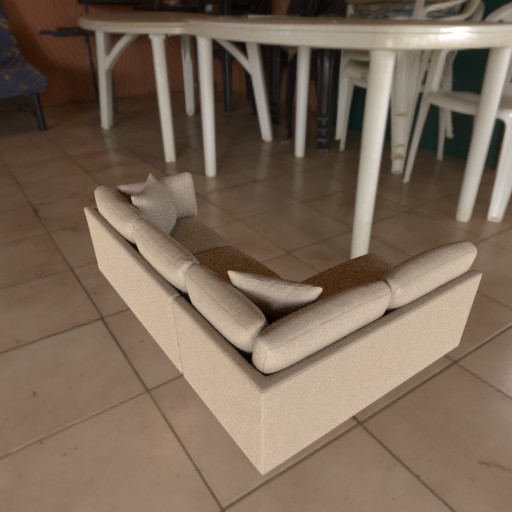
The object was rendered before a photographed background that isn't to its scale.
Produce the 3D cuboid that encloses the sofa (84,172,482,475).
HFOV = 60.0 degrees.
[{"bbox_3d":[0.000,0.000,3.814,1.994,0.978,2.896,-19,35,-30],"label":"sofa"}]
